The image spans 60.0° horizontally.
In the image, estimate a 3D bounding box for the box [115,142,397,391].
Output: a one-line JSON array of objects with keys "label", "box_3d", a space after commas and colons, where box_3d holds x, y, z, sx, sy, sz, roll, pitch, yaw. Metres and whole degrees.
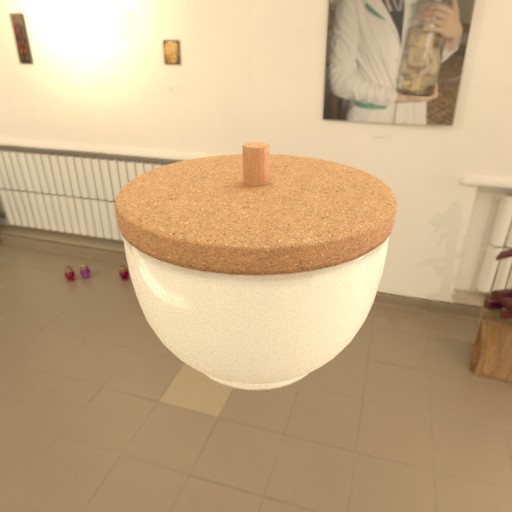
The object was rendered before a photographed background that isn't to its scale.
[{"label": "box", "box_3d": [0.000, 0.000, 0.188, 0.107, 0.094, 0.107, 0, 27, 0]}]
